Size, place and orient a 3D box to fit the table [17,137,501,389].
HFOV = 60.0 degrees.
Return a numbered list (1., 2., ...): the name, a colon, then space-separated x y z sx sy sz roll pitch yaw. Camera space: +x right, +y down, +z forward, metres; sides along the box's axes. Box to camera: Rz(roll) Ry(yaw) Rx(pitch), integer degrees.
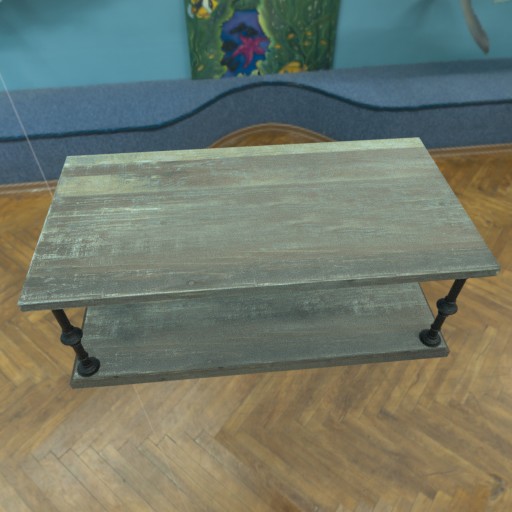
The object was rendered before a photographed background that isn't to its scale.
1. table: 0.000 0.000 1.324 1.088 0.399 0.554 -4 47 -4
